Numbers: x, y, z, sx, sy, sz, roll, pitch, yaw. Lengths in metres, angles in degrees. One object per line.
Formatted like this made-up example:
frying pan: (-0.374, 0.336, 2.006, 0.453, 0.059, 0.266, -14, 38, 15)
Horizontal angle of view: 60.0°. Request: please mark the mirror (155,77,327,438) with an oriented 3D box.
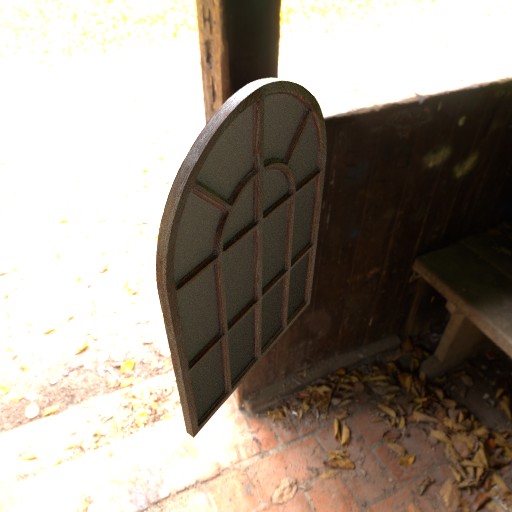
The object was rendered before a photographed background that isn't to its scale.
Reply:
mirror: (0.000, 0.000, 1.198, 0.032, 0.920, 0.660, 25, 47, 26)
